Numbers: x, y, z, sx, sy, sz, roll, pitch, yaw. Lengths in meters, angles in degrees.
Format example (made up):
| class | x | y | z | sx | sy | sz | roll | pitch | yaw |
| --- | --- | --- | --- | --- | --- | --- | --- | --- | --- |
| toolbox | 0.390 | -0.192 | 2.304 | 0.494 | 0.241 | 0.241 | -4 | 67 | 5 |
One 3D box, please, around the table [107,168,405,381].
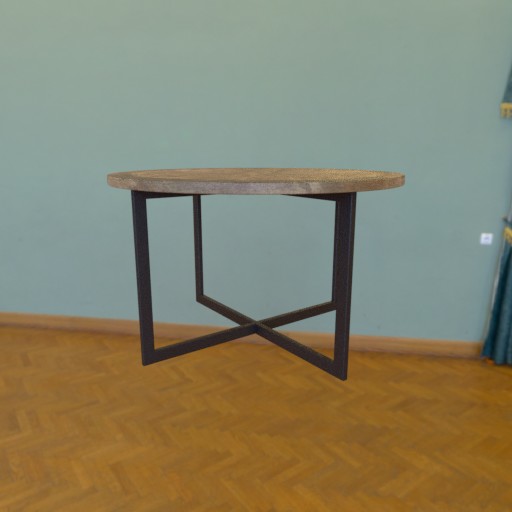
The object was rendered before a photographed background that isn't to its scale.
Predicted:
| class | x | y | z | sx | sy | sz | roll | pitch | yaw |
| --- | --- | --- | --- | --- | --- | --- | --- | --- | --- |
| table | 0.000 | 0.000 | 2.064 | 1.264 | 0.762 | 1.264 | 0 | 13 | 0 |
